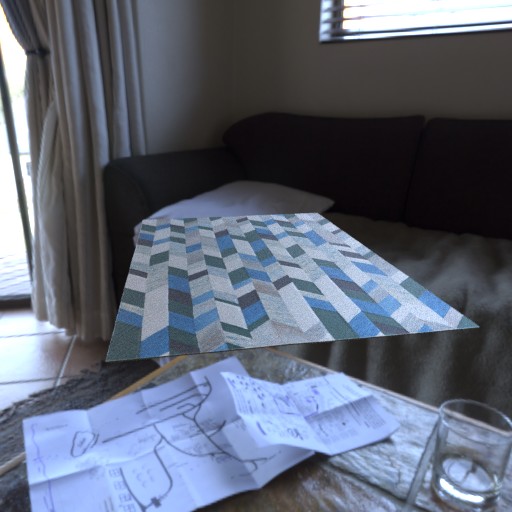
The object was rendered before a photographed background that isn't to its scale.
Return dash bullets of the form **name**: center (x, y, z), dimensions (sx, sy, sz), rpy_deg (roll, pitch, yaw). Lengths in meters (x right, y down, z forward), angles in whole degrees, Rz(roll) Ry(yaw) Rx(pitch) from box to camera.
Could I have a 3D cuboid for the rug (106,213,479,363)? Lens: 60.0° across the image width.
- **rug**: center (0.000, 0.000, 2.246), dimensions (1.229, 0.005, 1.827), rpy_deg (-3, 18, -10)
